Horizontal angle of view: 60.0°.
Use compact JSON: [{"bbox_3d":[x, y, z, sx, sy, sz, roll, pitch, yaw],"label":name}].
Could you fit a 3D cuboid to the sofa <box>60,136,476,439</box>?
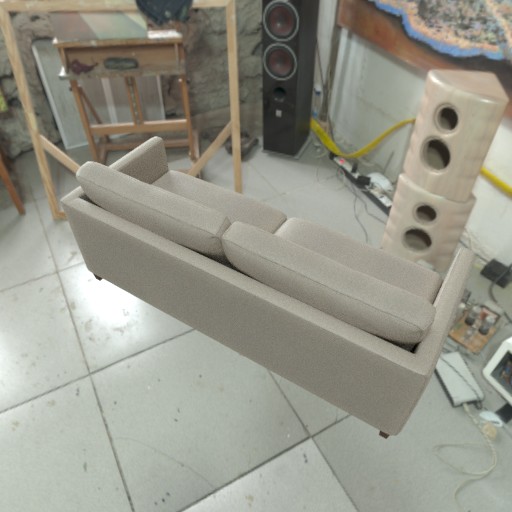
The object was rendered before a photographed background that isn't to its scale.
[{"bbox_3d":[0.000,0.000,2.811,2.361,0.968,0.951,24,50,22],"label":"sofa"}]
